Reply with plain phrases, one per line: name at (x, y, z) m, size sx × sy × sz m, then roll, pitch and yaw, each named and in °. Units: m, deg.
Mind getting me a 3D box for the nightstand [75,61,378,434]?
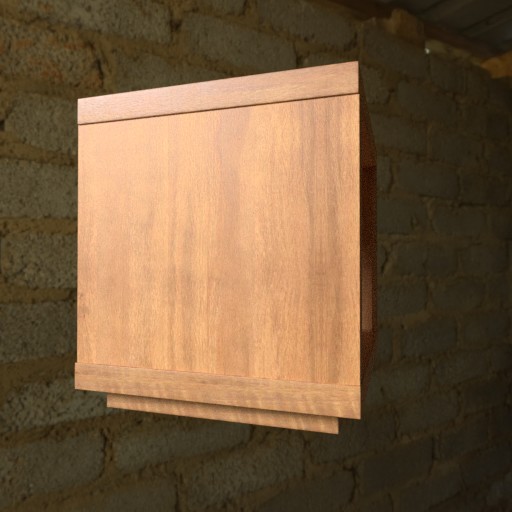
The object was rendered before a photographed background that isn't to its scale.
nightstand at (0.000, 0.000, 0.861) m, size 0.436 × 0.491 × 0.493 m, roll 0°, pitch -1°, yaw 18°
